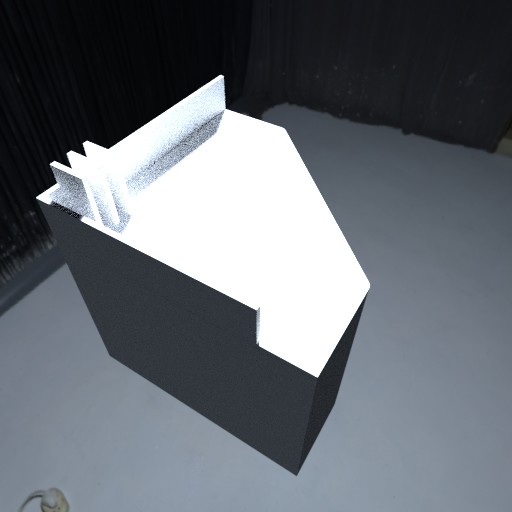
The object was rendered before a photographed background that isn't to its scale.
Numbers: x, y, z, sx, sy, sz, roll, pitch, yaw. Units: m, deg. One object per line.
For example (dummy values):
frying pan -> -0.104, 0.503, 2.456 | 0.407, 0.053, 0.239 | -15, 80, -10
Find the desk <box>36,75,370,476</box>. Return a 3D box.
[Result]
desk -> 0.000, 0.000, 1.707 | 0.940, 0.986, 0.940 | 25, 52, 21
